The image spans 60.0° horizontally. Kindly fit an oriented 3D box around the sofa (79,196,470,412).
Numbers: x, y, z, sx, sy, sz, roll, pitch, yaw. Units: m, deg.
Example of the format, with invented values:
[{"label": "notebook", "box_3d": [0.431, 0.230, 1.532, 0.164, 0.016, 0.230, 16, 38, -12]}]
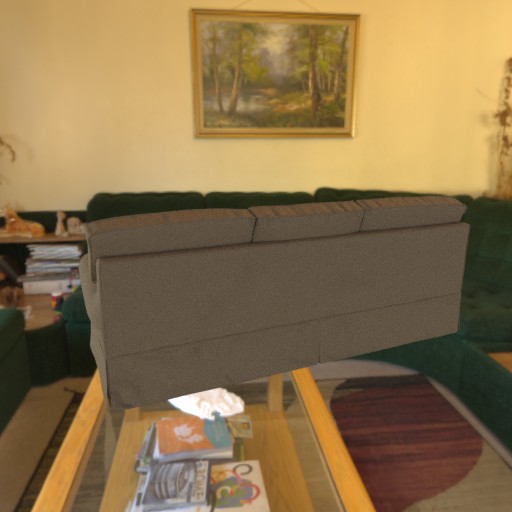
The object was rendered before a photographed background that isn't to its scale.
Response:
[{"label": "sofa", "box_3d": [0.000, 0.000, 3.319, 2.475, 0.978, 1.733, -6, 16, -23]}]
